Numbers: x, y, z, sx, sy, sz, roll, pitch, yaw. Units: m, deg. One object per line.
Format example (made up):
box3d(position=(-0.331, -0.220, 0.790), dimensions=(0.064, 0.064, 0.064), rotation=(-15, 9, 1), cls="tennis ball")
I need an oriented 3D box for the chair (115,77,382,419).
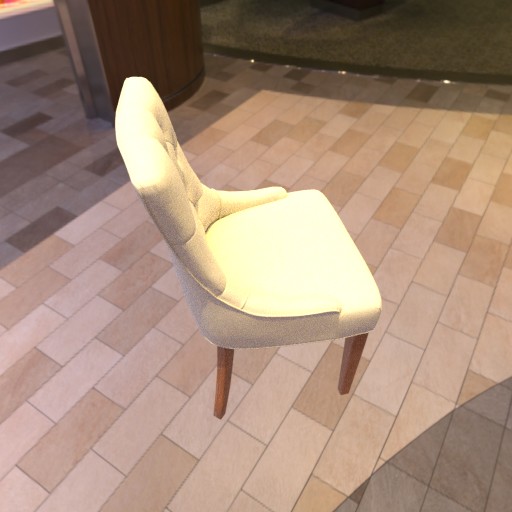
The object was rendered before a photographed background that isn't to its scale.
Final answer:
box3d(position=(0.000, 0.000, 1.209), dimensions=(0.565, 0.874, 0.509), rotation=(-10, 46, -10), cls="chair")
